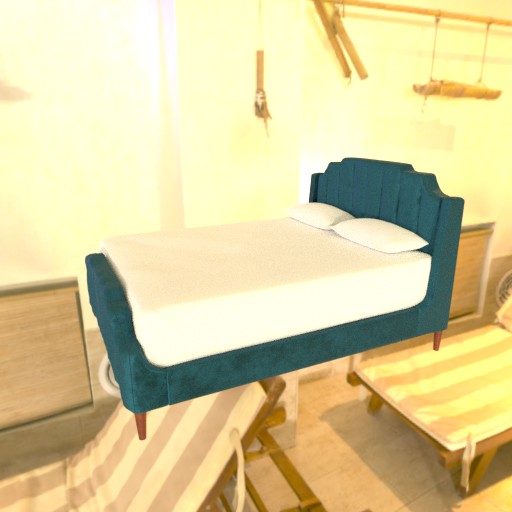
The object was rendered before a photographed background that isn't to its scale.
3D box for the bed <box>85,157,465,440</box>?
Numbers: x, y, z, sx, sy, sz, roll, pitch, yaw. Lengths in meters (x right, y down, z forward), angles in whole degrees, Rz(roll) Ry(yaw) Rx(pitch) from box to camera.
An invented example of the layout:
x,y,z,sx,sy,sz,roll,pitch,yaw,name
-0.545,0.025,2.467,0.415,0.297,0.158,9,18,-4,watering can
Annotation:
x,y,z,sx,sy,sz,roll,pitch,yaw,name
0.000,0.000,3.330,2.322,1.338,1.678,-8,19,-25,bed
